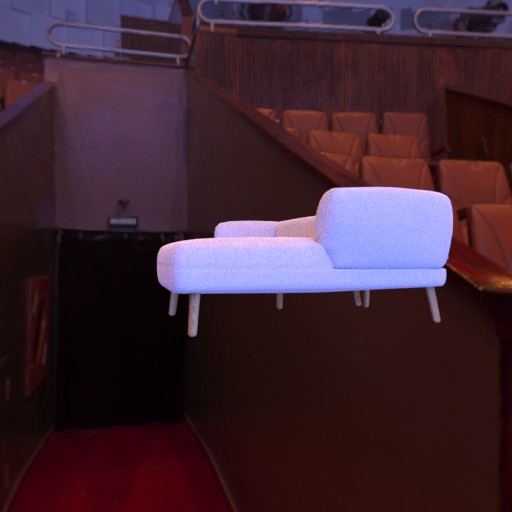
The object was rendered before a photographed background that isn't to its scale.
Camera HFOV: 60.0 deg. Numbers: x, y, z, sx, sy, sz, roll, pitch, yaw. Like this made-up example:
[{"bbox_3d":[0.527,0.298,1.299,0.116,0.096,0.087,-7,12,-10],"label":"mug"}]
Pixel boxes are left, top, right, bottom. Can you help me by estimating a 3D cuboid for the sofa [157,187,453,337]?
[{"bbox_3d":[0.000,0.000,3.421,1.610,0.730,2.660,0,0,-18],"label":"sofa"}]
